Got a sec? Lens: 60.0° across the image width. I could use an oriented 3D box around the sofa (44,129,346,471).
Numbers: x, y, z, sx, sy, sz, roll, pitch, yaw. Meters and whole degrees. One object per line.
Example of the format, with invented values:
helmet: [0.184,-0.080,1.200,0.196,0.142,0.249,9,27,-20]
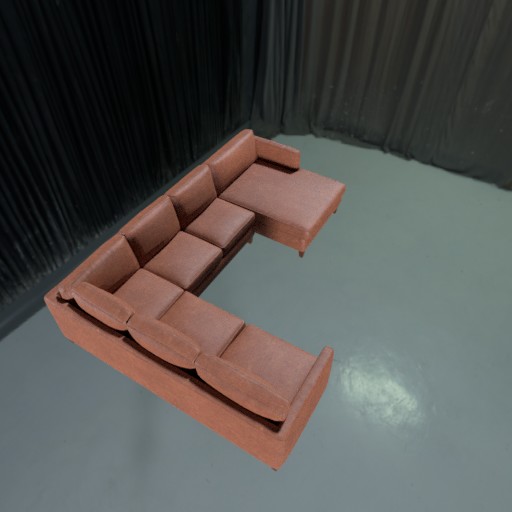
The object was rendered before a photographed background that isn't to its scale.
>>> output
sofa: [0.000,0.000,4.841,2.593,0.923,3.460,24,51,21]
